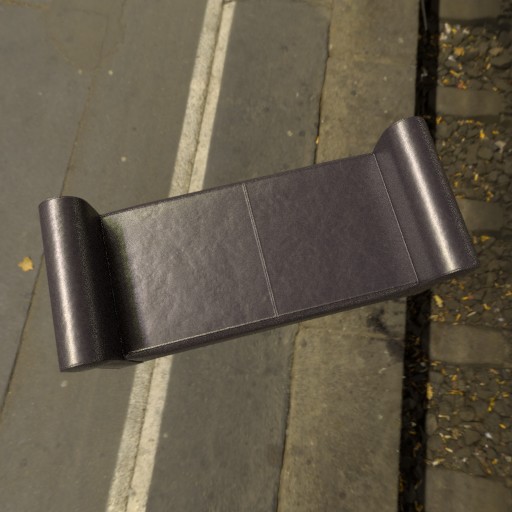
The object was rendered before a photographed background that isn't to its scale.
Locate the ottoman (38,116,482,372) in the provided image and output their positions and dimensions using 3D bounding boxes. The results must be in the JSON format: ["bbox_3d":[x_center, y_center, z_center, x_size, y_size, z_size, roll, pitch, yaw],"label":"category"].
[{"bbox_3d":[0.000,0.000,1.550,1.256,0.547,0.521,-14,76,-4],"label":"ottoman"}]
